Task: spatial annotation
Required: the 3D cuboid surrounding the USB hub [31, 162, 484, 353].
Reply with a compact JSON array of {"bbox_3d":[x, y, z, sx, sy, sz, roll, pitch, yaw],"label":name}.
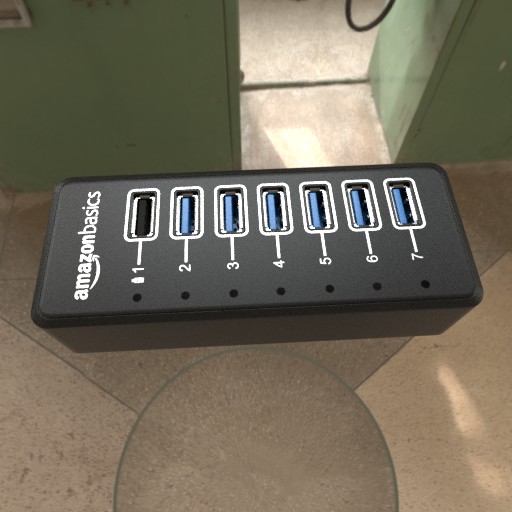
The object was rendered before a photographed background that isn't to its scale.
[{"bbox_3d":[0.000,0.000,0.125,0.110,0.023,0.044,-3,63,-1],"label":"USB hub"}]
